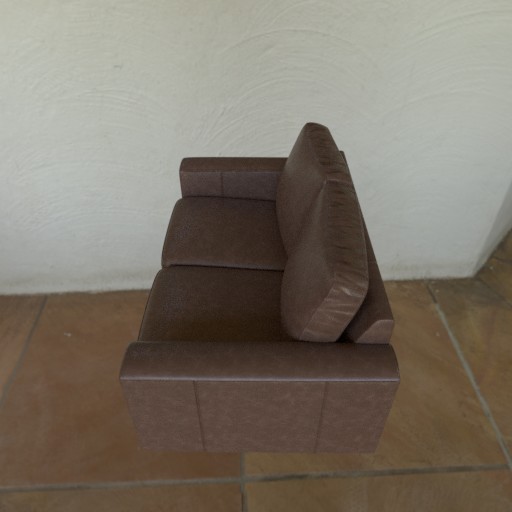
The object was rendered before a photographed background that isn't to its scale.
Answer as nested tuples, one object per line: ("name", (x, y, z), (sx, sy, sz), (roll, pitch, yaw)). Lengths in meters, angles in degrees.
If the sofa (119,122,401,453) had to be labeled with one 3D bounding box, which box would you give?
("sofa", (0.000, 0.000, 2.208), (1.016, 0.873, 1.616), (0, 40, 1))
